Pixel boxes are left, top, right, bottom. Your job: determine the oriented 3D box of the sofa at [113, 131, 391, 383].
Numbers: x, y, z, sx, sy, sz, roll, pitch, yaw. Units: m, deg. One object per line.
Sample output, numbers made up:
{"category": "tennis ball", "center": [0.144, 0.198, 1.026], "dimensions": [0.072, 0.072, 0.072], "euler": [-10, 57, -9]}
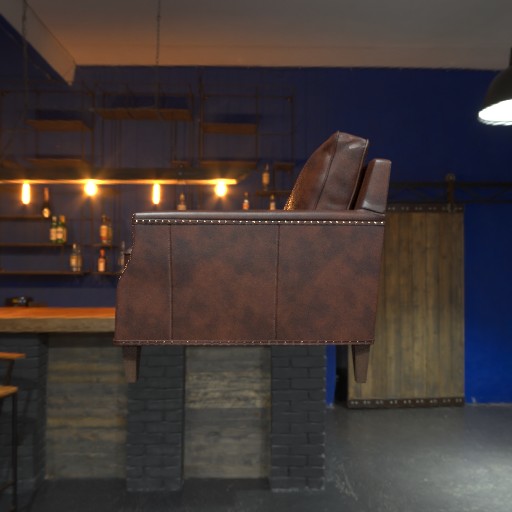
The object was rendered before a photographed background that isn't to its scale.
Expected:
{"category": "sofa", "center": [0.000, 0.000, 2.776], "dimensions": [1.084, 1.003, 2.240], "euler": [0, -1, 0]}
